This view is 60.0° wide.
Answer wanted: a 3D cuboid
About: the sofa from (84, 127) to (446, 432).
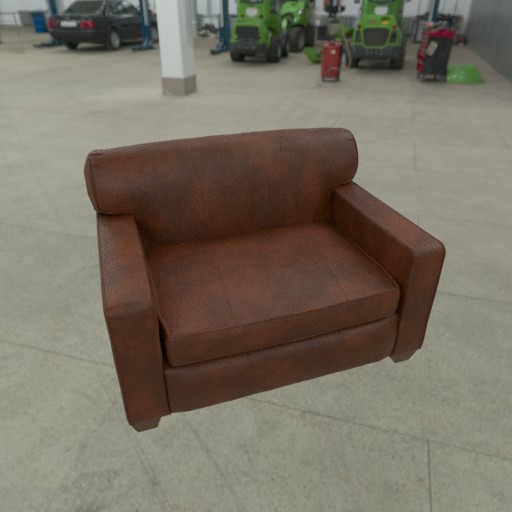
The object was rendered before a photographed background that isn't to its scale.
[{"bbox_3d":[0.000,0.000,2.100,1.413,0.956,1.000,-10,32,-16],"label":"sofa"}]
